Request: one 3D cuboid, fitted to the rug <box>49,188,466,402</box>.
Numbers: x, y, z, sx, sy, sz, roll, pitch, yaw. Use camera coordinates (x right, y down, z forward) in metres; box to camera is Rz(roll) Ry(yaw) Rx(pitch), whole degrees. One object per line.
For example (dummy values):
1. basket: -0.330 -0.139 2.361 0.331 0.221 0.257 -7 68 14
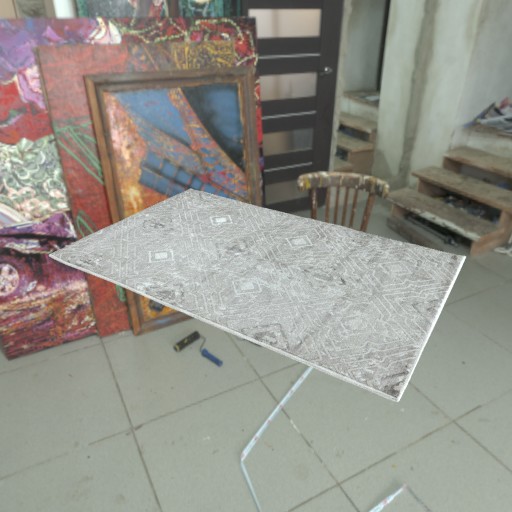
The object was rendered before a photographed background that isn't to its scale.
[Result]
1. rug: 0.000 0.000 3.056 2.447 0.036 1.537 17 33 28
